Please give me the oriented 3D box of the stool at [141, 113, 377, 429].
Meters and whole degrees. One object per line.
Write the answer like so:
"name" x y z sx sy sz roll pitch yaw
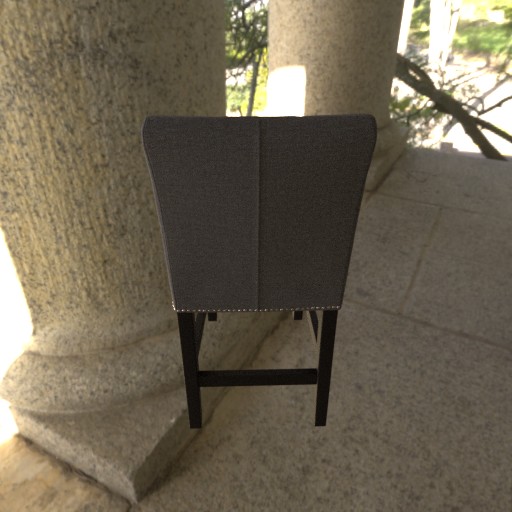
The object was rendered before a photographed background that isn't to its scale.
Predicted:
"stool" 0.000 0.000 1.225 0.427 0.885 0.571 -1 32 -1
